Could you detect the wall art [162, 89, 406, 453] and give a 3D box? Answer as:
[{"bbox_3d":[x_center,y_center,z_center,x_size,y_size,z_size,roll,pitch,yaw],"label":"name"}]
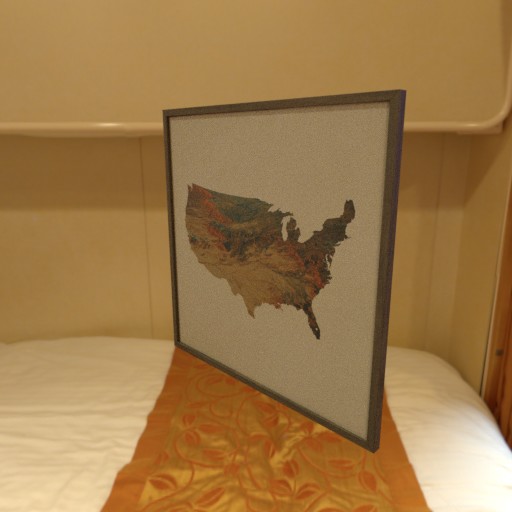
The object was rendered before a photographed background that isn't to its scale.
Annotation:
[{"bbox_3d":[0.000,0.000,0.771,0.016,0.507,0.508,-14,20,-43],"label":"wall art"}]
